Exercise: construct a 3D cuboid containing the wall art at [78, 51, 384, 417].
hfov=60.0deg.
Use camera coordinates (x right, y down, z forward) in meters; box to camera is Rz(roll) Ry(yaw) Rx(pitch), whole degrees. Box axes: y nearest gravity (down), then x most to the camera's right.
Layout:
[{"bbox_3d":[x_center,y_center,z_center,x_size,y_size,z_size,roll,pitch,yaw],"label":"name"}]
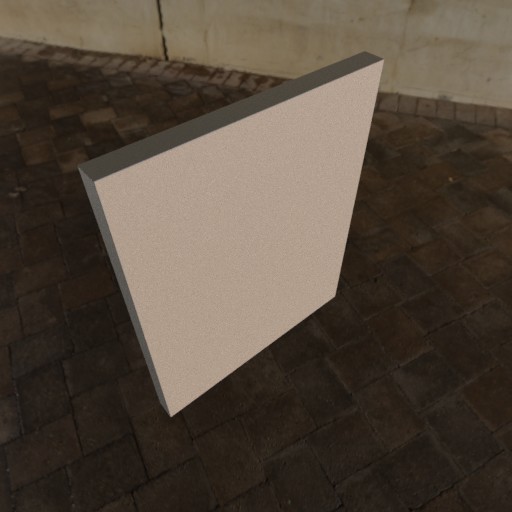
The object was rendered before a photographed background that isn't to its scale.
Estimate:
[{"bbox_3d":[0.000,0.000,0.748,0.452,0.549,0.038,-31,54,-26],"label":"wall art"}]
